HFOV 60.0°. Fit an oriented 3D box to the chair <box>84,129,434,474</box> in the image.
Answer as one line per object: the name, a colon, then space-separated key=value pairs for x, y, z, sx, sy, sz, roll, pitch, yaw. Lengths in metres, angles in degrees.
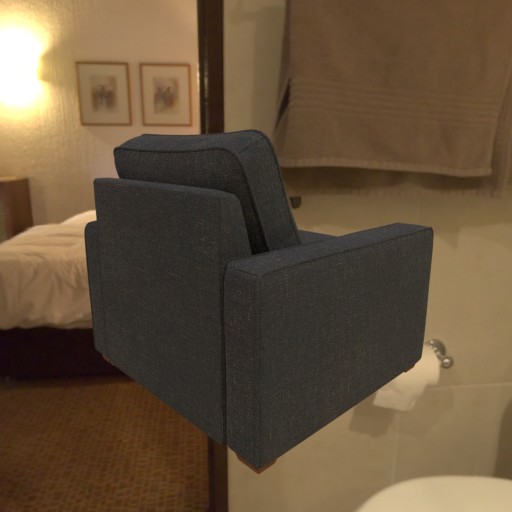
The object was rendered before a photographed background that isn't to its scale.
chair: x=0.000 y=0.000 z=1.719 sx=0.940 sy=0.919 sz=1.017 roll=-13 pitch=19 yaw=-42
